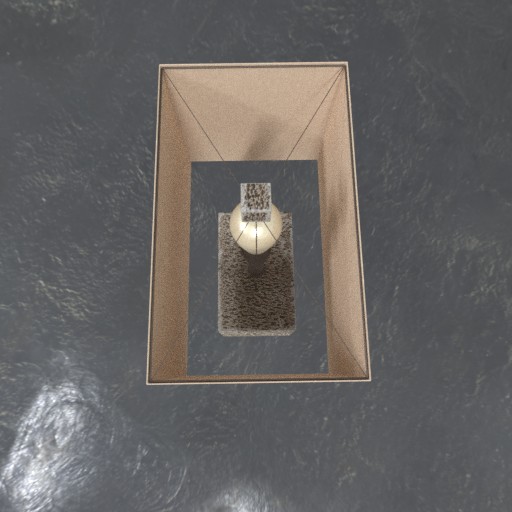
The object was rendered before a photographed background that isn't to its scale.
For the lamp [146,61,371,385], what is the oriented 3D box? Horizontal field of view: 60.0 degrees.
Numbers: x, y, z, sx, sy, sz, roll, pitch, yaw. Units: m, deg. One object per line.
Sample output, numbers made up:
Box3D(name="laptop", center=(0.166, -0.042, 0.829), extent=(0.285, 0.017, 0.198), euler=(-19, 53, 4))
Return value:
Box3D(name="lamp", center=(0.000, 0.000, 0.561), extent=(0.180, 0.411, 0.294), euler=(-1, 76, 0))
